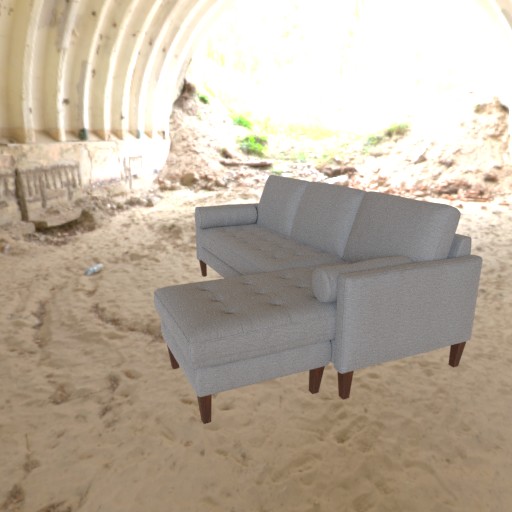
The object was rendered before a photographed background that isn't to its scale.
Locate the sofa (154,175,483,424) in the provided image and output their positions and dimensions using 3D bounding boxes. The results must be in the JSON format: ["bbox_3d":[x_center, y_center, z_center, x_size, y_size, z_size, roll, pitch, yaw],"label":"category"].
[{"bbox_3d":[0.000,0.000,2.892,1.506,0.875,2.178,-7,17,-24],"label":"sofa"}]
